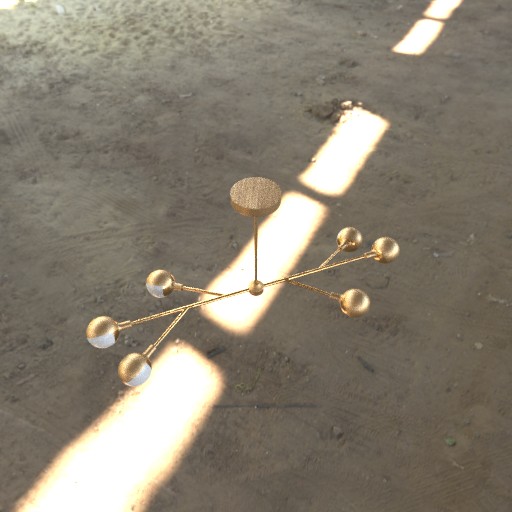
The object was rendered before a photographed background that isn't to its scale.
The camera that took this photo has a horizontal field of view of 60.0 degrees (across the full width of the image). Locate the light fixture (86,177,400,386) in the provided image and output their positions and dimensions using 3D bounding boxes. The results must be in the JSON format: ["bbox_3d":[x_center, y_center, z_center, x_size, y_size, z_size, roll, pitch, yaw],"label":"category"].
[{"bbox_3d":[0.000,0.000,1.006,0.778,0.362,0.434,-3,46,-3],"label":"light fixture"}]
